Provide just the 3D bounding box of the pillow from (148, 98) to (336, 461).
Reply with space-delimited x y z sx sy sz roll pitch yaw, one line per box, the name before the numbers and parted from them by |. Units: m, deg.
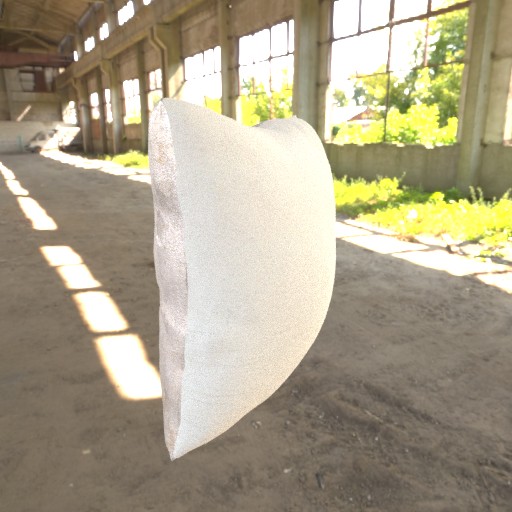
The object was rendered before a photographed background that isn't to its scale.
pillow | 0.000 0.000 0.703 0.245 0.448 0.450 7 17 25
